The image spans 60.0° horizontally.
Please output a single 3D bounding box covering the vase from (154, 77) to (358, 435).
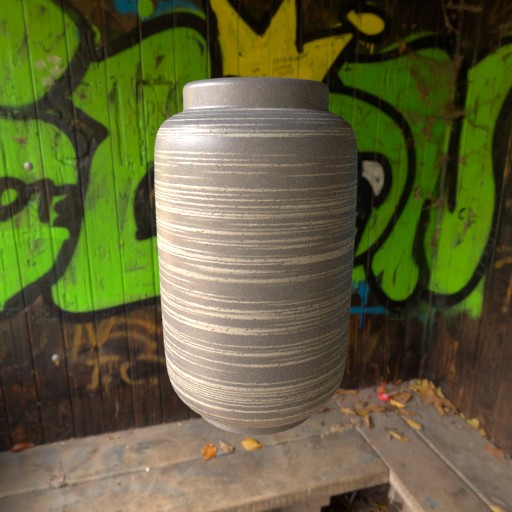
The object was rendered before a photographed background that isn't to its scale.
[{"bbox_3d":[0.000,0.000,0.691,0.297,0.499,0.297,0,15,0],"label":"vase"}]
